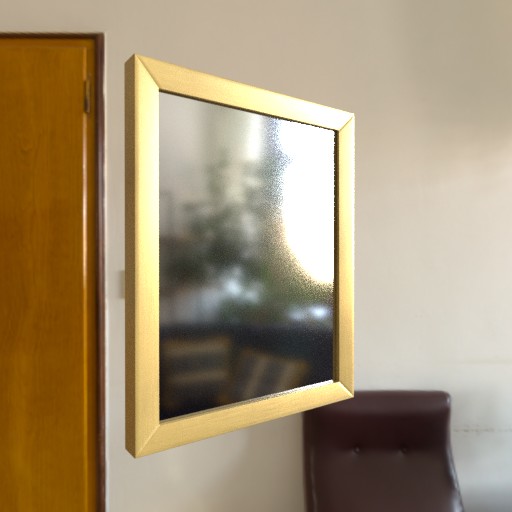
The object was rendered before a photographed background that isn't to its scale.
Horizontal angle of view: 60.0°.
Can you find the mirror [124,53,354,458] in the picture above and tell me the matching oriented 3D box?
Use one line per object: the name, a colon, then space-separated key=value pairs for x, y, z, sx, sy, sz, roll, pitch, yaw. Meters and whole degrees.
mirror: x=0.000 y=0.000 z=0.690 sx=0.405 sy=0.508 sz=0.041 roll=0 pitch=0 yaw=-36
